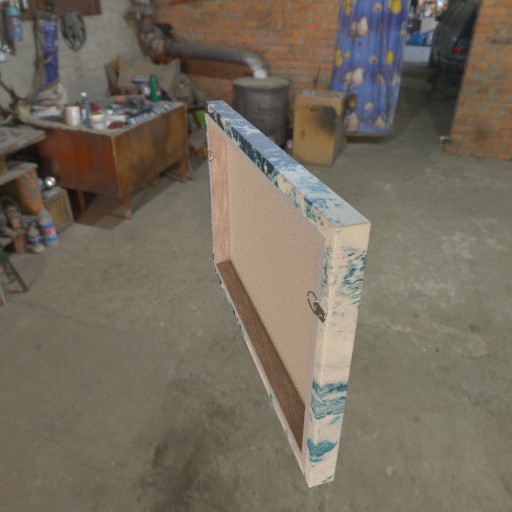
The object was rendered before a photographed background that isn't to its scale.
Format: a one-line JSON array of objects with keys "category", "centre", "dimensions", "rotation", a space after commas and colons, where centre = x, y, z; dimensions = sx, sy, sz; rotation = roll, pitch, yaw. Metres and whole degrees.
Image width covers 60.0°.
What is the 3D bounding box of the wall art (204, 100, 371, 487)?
[{"category": "wall art", "centre": [0.000, 0.000, 0.770], "dimensions": [0.043, 0.407, 0.609], "rotation": [-9, 31, -15]}]
